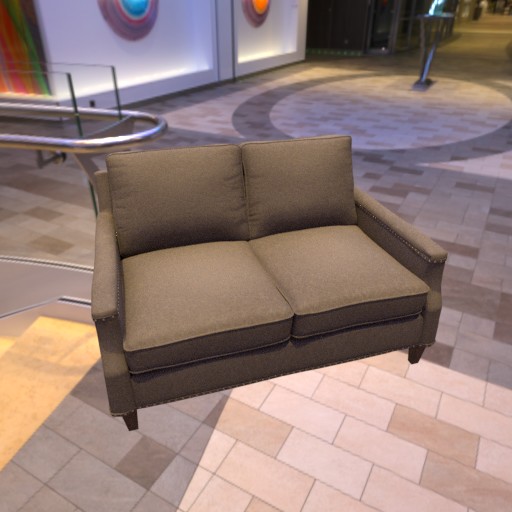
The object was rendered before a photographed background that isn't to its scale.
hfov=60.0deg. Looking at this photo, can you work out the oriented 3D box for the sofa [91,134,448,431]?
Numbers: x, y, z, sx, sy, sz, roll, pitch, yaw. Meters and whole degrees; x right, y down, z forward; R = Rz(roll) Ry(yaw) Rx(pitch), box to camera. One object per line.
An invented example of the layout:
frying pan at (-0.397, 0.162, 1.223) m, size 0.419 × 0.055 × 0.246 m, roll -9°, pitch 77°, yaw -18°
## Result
sofa at (0.000, 0.000, 2.302) m, size 1.597 × 1.003 × 1.084 m, roll -9°, pitch 31°, yaw -14°
